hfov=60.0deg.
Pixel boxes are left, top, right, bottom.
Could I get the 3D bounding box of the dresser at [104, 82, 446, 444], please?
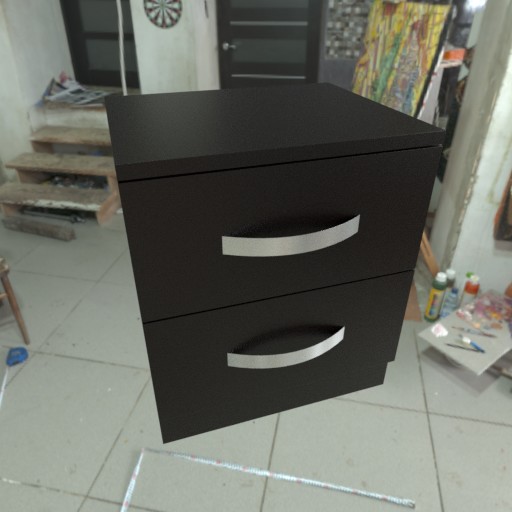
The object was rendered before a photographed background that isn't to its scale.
[{"bbox_3d":[0.000,0.000,0.747,0.400,0.470,0.360,-10,33,-15],"label":"dresser"}]
